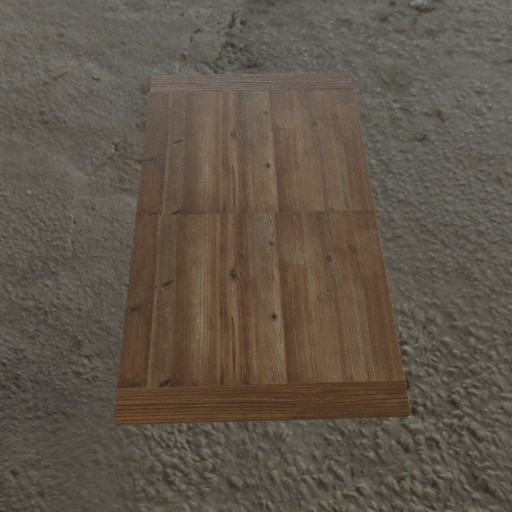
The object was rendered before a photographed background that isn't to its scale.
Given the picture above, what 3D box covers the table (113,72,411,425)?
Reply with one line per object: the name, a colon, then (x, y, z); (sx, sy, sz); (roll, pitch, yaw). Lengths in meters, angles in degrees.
table: (0.000, 0.000, 2.038); (0.922, 0.743, 1.503); (-1, 63, -1)
